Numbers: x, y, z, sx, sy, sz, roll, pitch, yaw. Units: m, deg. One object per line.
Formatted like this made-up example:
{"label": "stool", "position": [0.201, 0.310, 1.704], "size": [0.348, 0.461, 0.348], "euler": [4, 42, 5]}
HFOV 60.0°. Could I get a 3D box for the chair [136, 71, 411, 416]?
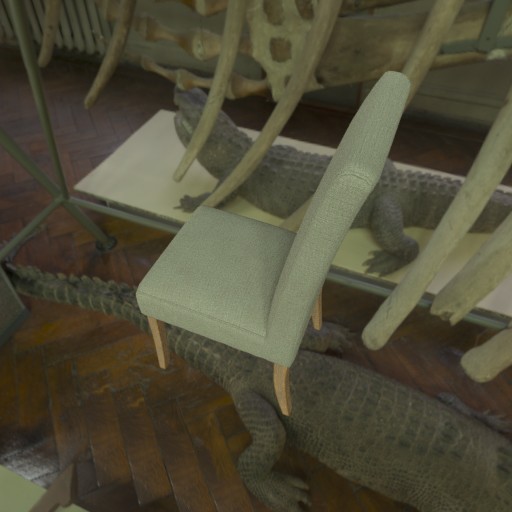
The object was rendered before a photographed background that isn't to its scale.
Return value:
{"label": "chair", "position": [0.000, 0.000, 1.323], "size": [0.611, 1.033, 0.450], "euler": [16, 48, 15]}
